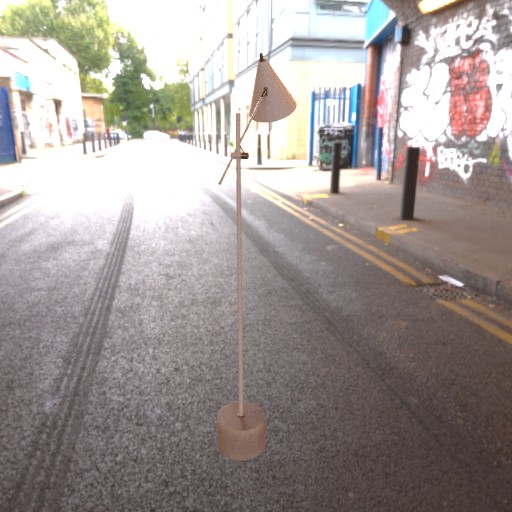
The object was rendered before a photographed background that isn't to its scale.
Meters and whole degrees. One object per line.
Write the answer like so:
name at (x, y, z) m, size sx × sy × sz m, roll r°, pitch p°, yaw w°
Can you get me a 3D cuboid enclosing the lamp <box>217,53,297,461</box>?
lamp at (0.000, 0.000, 1.673) m, size 0.223 × 1.430 × 0.508 m, roll 8°, pitch 18°, yaw 26°
